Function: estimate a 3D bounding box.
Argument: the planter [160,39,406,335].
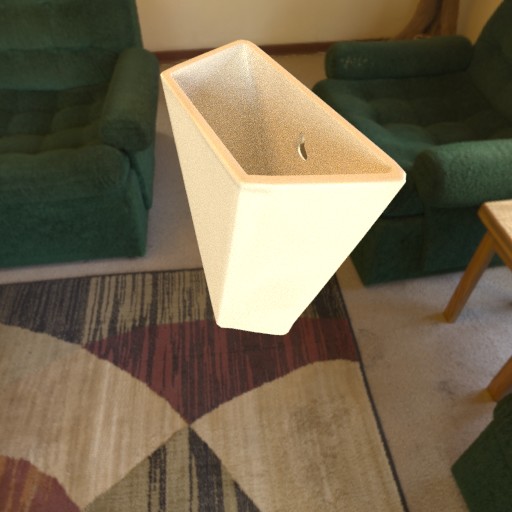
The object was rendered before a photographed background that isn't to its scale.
[{"bbox_3d":[0.000,0.000,0.271,0.060,0.197,0.150,-19,49,-17],"label":"planter"}]
